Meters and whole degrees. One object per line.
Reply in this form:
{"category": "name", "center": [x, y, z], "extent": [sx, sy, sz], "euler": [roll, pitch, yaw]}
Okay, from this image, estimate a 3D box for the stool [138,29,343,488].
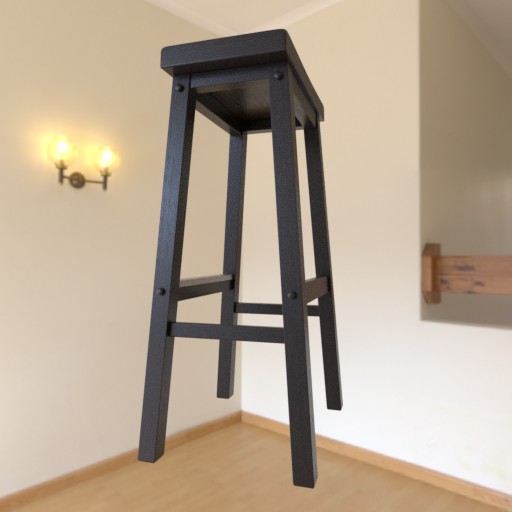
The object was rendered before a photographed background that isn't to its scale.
{"category": "stool", "center": [0.000, 0.000, 0.946], "extent": [0.322, 0.742, 0.406], "euler": [0, 0, 17]}
